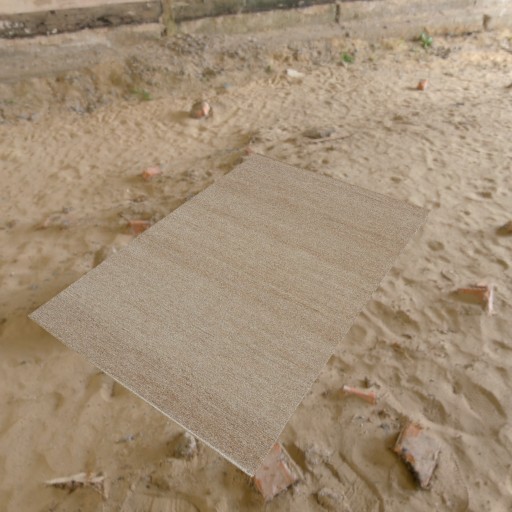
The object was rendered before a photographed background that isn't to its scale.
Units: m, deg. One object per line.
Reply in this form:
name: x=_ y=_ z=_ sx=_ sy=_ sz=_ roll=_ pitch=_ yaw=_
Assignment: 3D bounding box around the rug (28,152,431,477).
rug: x=0.000 y=0.000 z=2.920 sx=1.574 sy=0.029 sz=2.346 roll=25 pitch=47 yaw=25
